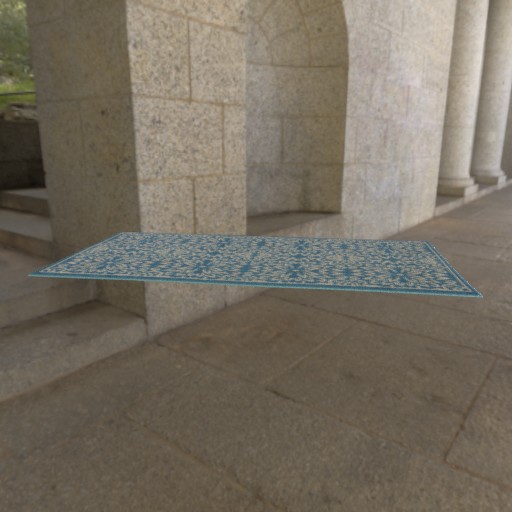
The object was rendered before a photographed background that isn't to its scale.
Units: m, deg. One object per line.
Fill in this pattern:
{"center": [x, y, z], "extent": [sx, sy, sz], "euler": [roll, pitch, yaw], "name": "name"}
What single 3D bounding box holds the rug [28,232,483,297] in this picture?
{"center": [0.000, 0.000, 1.459], "extent": [1.219, 0.007, 0.604], "euler": [2, 15, 8], "name": "rug"}
